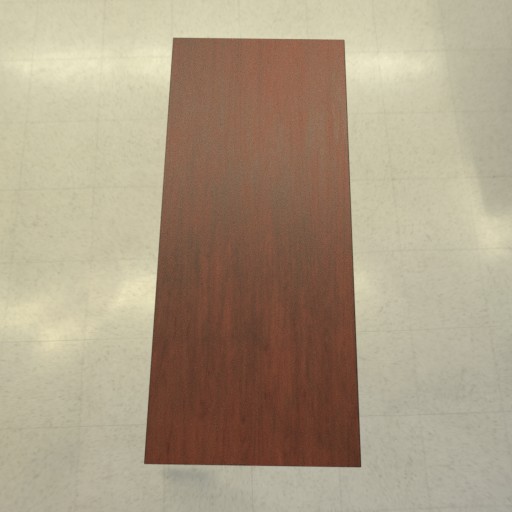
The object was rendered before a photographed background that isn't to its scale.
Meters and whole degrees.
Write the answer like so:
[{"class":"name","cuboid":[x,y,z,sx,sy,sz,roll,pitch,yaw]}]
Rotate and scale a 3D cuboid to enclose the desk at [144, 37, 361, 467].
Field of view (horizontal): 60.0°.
[{"class":"desk","cuboid":[0.000,0.000,1.748,0.600,0.761,1.372,1,76,0]}]
